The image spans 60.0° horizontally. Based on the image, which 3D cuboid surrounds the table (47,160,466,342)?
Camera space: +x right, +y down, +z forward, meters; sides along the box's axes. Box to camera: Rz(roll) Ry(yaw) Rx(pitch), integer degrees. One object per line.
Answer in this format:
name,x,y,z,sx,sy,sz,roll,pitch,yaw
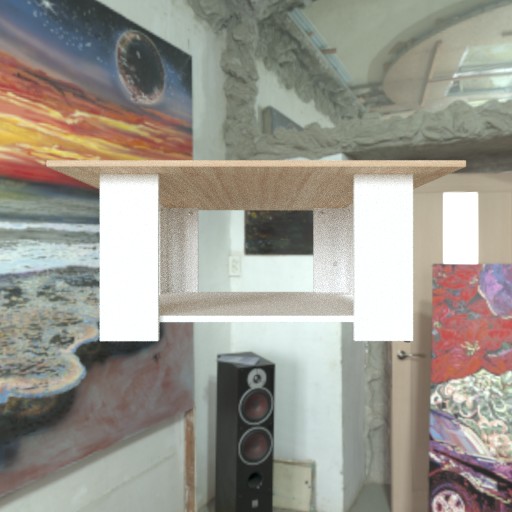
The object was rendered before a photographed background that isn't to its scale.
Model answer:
table,0.000,0.000,1.042,0.670,0.305,0.670,0,0,0
